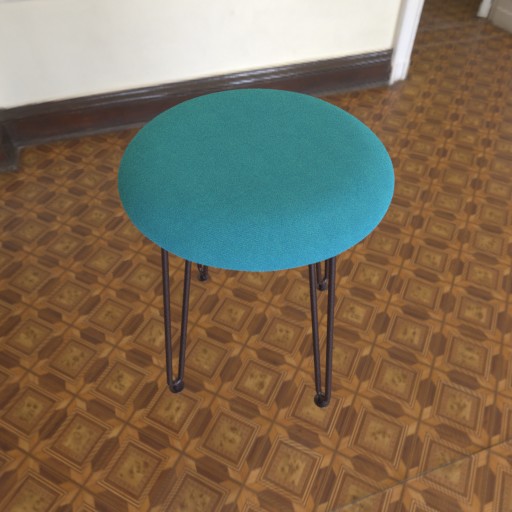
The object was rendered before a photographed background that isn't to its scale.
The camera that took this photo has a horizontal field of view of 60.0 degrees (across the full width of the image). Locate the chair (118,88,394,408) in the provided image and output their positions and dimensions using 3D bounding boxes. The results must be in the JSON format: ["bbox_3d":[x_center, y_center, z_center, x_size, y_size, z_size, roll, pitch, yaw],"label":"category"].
[{"bbox_3d":[0.000,0.000,0.699,0.350,0.430,0.350,-4,47,-4],"label":"chair"}]
